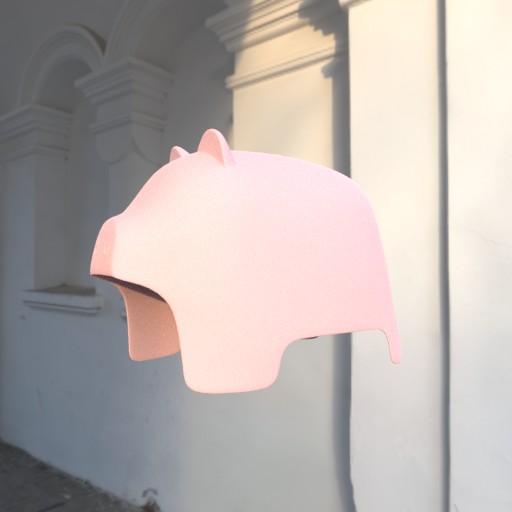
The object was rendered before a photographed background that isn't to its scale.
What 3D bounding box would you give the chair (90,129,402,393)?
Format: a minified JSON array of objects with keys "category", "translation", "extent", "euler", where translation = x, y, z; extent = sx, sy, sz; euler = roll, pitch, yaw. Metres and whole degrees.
[{"category":"chair","translation":[0.000,0.000,0.884],"extent":[0.619,0.423,0.364],"euler":[1,-1,-35]}]
